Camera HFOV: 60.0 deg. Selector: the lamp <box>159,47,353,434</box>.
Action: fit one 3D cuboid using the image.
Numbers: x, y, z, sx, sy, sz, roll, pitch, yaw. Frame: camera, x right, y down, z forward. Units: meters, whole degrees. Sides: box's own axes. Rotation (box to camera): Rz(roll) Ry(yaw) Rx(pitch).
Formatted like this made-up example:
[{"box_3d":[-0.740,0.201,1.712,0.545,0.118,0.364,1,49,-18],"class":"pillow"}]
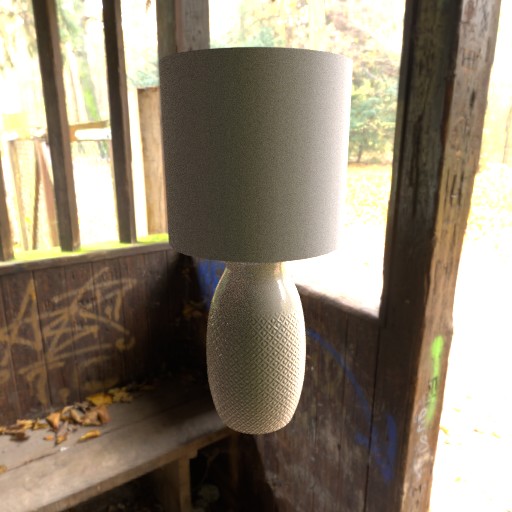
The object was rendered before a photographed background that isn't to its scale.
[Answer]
[{"box_3d":[0.000,0.000,0.566,0.217,0.453,0.217,7,17,25],"class":"lamp"}]
